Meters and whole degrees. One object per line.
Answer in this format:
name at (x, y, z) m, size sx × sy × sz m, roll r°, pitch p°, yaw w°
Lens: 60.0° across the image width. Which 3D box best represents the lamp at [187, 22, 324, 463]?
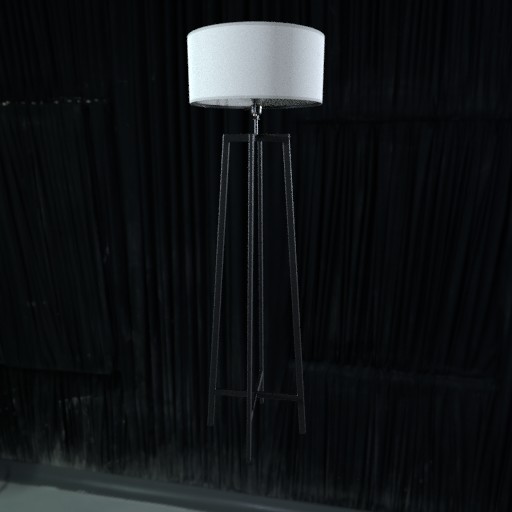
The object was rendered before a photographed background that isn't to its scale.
lamp at (0.000, 0.000, 1.685) m, size 0.456 × 1.510 × 0.457 m, roll 2°, pitch 15°, yaw 8°
